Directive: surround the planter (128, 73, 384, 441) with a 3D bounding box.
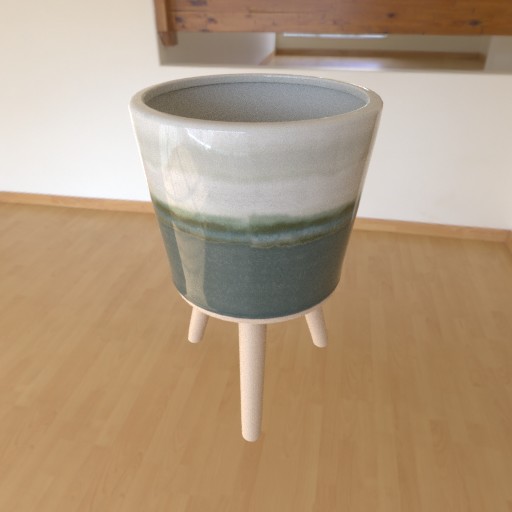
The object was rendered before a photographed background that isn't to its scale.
[{"bbox_3d":[0.000,0.000,0.471,0.217,0.331,0.217,-8,32,-12],"label":"planter"}]
